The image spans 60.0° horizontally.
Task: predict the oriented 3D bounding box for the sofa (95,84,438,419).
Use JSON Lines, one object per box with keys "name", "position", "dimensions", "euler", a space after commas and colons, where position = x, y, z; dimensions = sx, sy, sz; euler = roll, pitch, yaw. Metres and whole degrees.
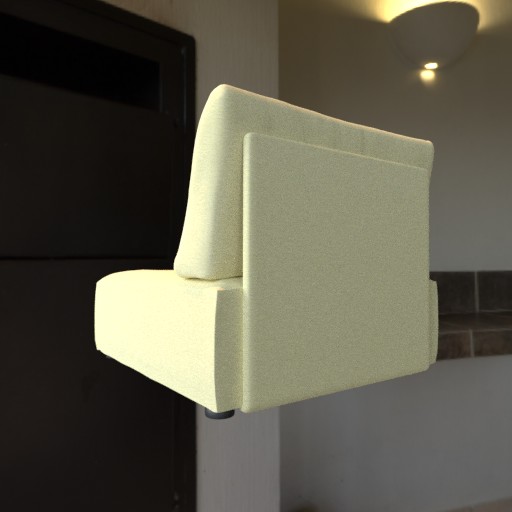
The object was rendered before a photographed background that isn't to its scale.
{"name": "sofa", "position": [0.000, 0.000, 1.699], "dimensions": [0.930, 0.820, 1.000], "euler": [1, -1, -36]}
